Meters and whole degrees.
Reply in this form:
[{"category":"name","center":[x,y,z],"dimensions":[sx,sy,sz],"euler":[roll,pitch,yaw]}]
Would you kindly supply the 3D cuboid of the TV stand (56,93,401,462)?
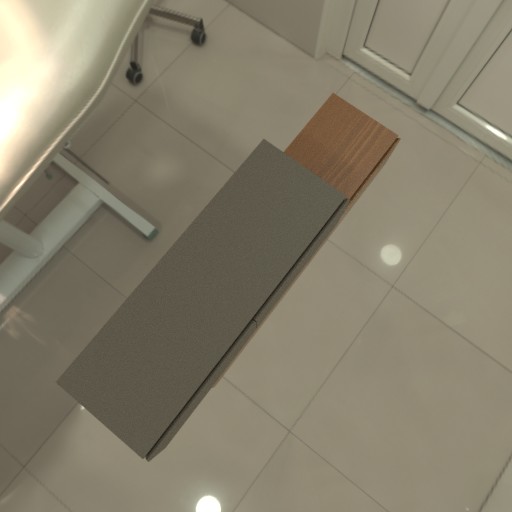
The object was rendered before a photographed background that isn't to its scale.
[{"category":"TV stand","center":[0.000,0.000,1.584],"dimensions":[0.329,0.591,1.336],"euler":[37,78,9]}]
